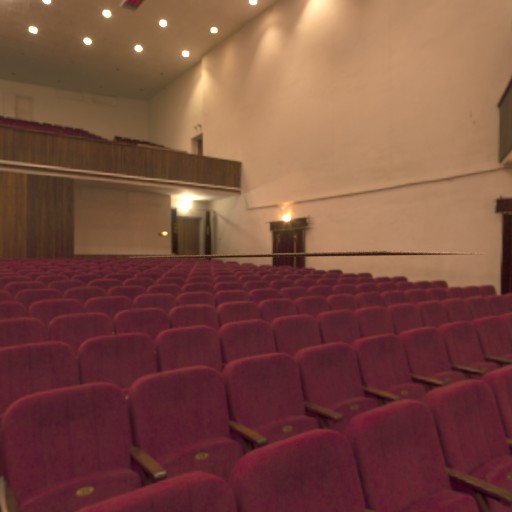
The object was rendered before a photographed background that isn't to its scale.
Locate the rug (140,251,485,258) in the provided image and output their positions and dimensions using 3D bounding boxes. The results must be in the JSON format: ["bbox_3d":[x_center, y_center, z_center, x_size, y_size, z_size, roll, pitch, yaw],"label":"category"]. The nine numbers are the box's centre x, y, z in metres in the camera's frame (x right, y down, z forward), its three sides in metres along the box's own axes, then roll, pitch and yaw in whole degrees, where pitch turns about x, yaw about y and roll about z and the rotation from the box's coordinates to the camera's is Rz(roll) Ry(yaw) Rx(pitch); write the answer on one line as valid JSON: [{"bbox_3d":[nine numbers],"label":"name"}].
[{"bbox_3d":[0.000,0.000,2.706,0.688,0.005,2.437,1,-1,-36],"label":"rug"}]
